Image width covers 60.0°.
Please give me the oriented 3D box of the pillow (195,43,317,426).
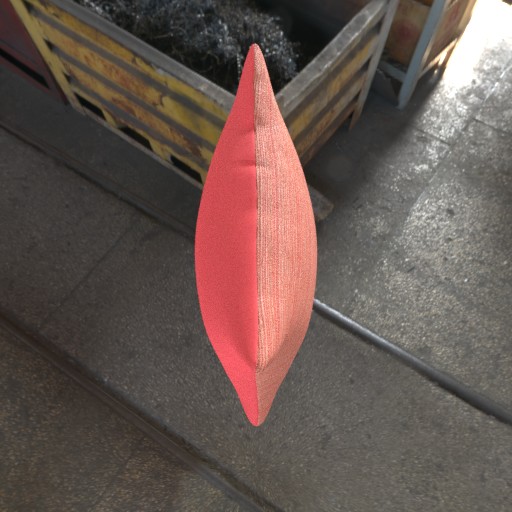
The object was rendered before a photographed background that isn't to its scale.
[{"bbox_3d":[0.000,0.000,0.835,0.229,0.501,0.559,0,64,0],"label":"pillow"}]
